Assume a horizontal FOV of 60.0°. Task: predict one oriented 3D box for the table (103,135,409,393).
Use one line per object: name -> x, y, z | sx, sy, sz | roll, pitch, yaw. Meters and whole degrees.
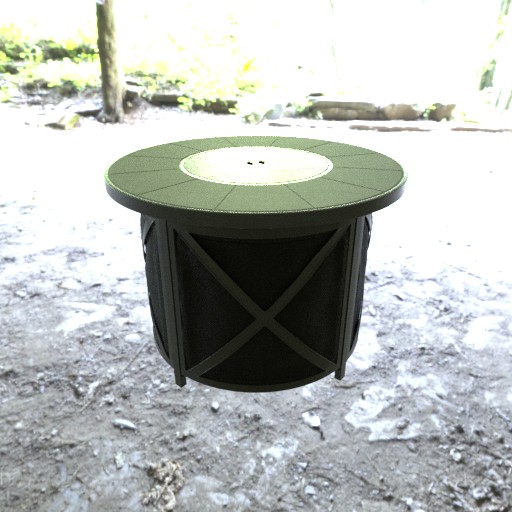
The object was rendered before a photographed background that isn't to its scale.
table -> 0.000, 0.000, 1.532 | 0.914, 0.650, 0.914 | 0, 26, 0
